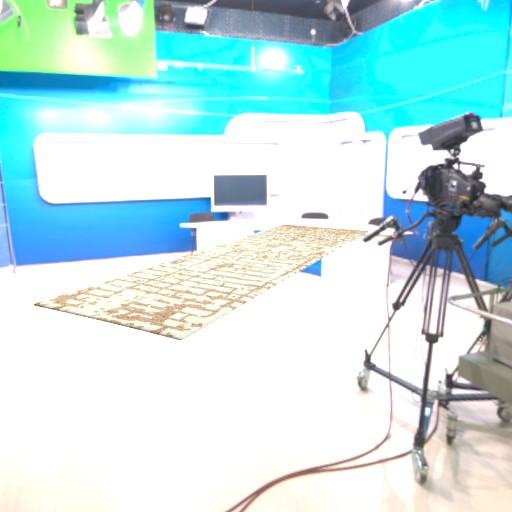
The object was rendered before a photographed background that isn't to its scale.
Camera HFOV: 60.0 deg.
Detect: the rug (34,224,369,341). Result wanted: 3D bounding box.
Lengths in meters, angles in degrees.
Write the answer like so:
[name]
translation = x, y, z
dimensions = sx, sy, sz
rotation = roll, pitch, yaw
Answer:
[rug]
translation = 0.000, 0.000, 2.673
dimensions = 0.750, 0.011, 2.435
rotation = 7, 14, 27
